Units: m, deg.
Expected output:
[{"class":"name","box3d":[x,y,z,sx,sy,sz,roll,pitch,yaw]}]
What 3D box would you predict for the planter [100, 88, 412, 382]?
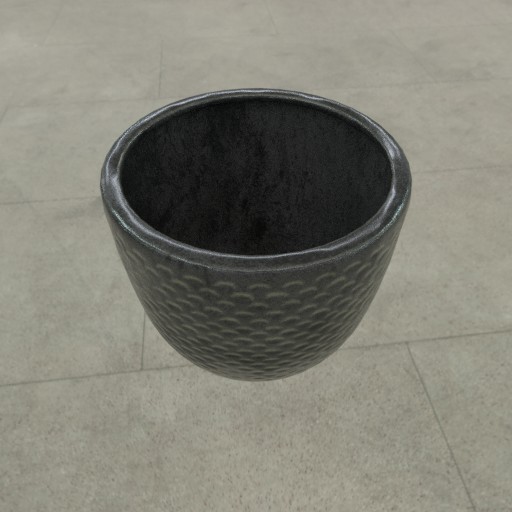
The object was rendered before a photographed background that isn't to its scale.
[{"class":"planter","box3d":[0.000,0.000,0.305,0.172,0.160,0.172,0,46,0]}]
